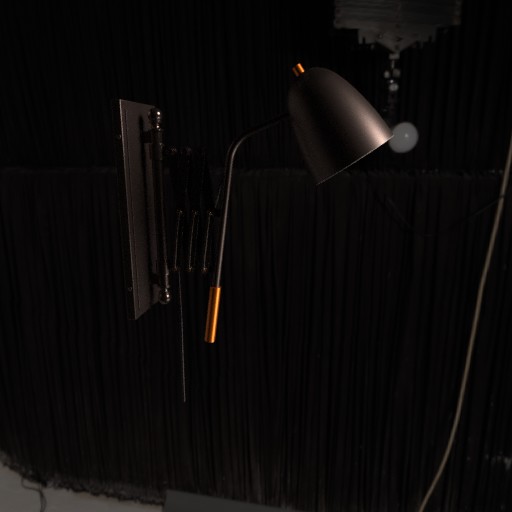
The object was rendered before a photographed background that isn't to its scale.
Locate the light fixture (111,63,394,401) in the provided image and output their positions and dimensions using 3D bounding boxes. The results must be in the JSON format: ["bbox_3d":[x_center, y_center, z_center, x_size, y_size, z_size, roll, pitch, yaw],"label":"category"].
[{"bbox_3d":[0.000,0.000,0.893,0.499,0.715,0.162,3,15,11],"label":"light fixture"}]
